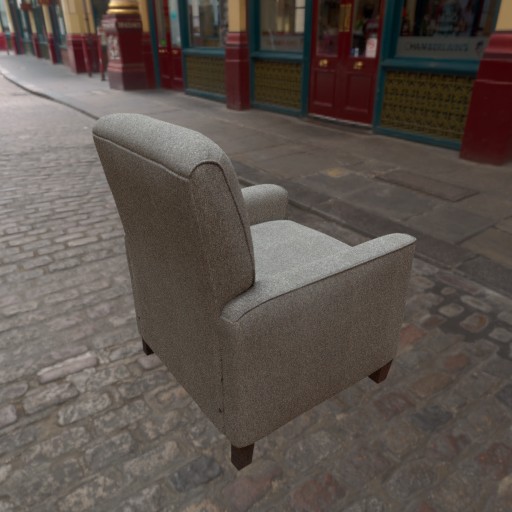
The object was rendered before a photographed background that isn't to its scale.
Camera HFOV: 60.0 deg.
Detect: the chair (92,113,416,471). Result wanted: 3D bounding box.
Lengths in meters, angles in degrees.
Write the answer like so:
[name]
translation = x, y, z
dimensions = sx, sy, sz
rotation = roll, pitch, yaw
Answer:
[chair]
translation = 0.000, 0.000, 1.628
dimensions = 0.858, 1.028, 0.841
rotation = -18, 31, -32
